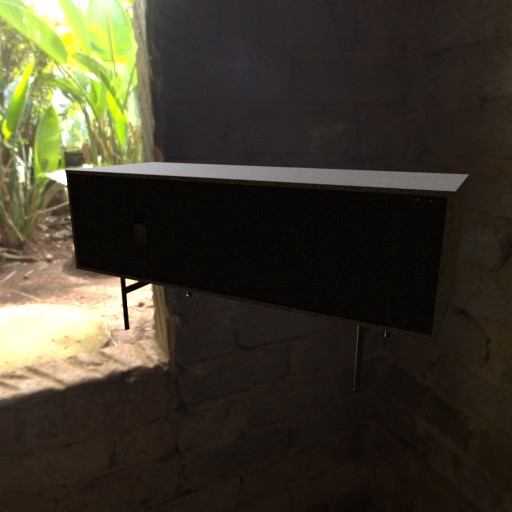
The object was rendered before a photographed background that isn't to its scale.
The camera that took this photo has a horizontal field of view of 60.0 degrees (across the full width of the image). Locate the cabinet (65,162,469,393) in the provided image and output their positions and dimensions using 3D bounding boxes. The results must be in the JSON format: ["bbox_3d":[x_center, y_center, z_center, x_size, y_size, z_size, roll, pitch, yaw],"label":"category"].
[{"bbox_3d":[0.000,0.000,1.598,1.300,0.599,0.500,8,18,27],"label":"cabinet"}]
